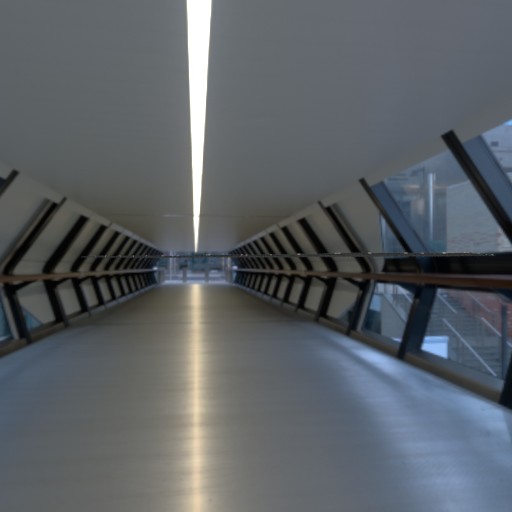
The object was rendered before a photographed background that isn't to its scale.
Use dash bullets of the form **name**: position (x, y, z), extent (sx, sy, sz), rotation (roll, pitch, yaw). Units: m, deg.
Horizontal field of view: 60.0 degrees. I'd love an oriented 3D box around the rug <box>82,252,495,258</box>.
- **rug**: position (0.000, 0.000, 2.673), extent (2.476, 0.010, 0.807), rotation (0, -1, 37)
